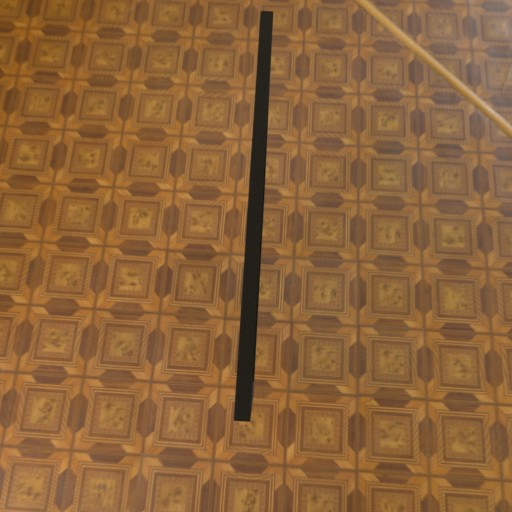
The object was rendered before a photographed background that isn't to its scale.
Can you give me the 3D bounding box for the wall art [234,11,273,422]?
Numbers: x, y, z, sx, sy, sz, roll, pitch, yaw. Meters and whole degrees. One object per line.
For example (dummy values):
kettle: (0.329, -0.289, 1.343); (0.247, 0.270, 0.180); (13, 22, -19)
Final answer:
wall art: (0.000, 0.000, 0.490); (0.010, 0.361, 0.311); (3, 75, 1)
